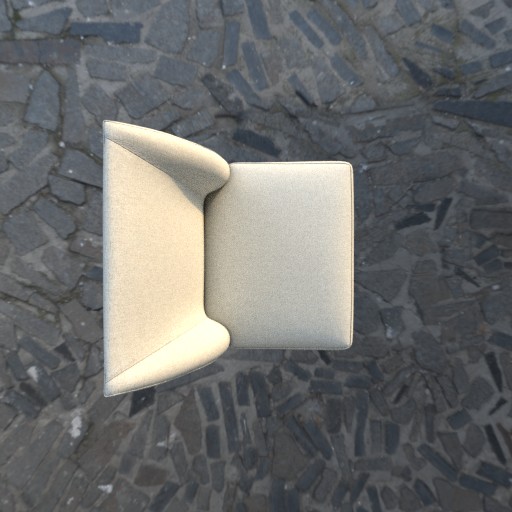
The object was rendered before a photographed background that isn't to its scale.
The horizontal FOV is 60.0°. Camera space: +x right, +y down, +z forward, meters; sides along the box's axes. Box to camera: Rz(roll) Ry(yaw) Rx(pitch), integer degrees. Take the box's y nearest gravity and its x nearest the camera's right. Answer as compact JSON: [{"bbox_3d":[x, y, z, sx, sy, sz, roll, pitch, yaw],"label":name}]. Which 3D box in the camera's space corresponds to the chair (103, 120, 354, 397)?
[{"bbox_3d":[0.000,0.000,1.165,0.522,0.863,0.508,0,91,1],"label":"chair"}]
